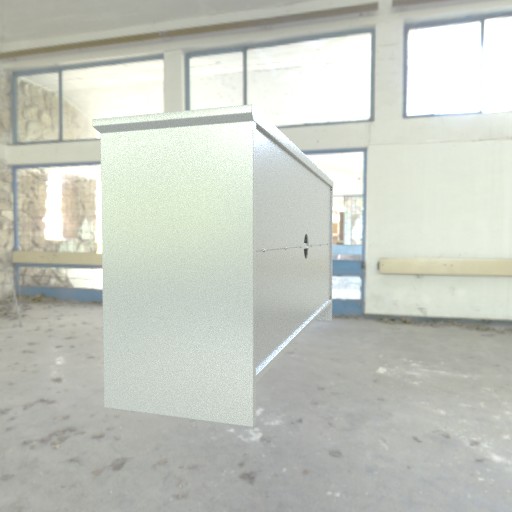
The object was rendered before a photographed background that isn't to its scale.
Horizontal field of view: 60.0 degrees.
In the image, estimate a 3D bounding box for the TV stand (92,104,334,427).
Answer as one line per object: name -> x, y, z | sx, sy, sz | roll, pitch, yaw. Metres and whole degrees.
TV stand -> 0.000, 0.000, 1.426 | 0.344, 0.603, 1.167 | 1, 2, 17
